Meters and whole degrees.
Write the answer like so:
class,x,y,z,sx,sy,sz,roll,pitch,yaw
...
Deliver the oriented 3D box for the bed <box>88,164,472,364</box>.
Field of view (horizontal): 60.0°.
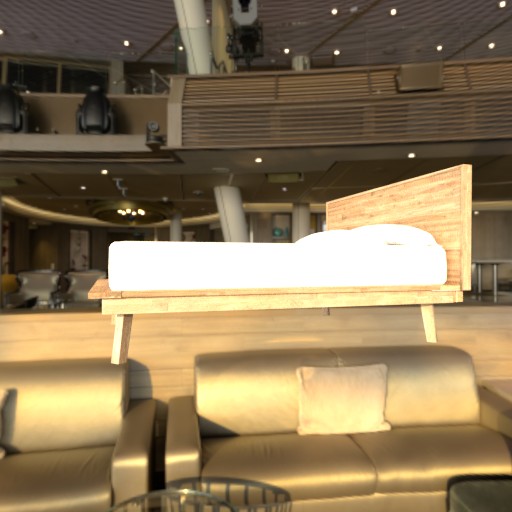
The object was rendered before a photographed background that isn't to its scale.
class,x,y,z,sx,sy,sz,roll,pitch,yaw
bed,0.000,0.000,3.136,2.145,1.071,1.759,0,-1,-18
